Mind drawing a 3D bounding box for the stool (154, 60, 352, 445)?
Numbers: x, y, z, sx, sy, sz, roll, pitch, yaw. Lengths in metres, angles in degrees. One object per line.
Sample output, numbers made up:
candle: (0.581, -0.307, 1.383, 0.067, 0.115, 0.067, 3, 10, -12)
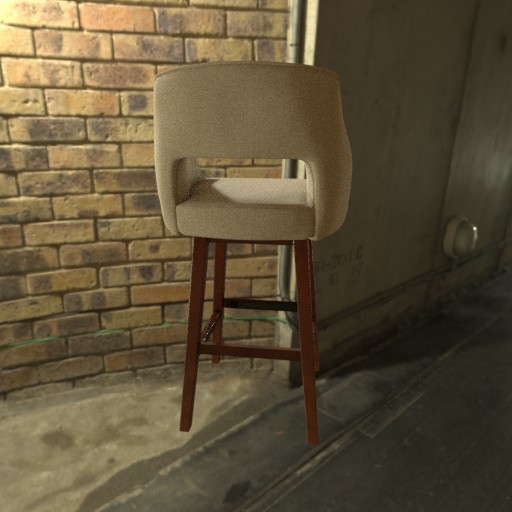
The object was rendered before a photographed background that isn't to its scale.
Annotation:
stool: (0.000, 0.000, 1.367, 0.550, 1.041, 0.560, 2, 16, 8)
